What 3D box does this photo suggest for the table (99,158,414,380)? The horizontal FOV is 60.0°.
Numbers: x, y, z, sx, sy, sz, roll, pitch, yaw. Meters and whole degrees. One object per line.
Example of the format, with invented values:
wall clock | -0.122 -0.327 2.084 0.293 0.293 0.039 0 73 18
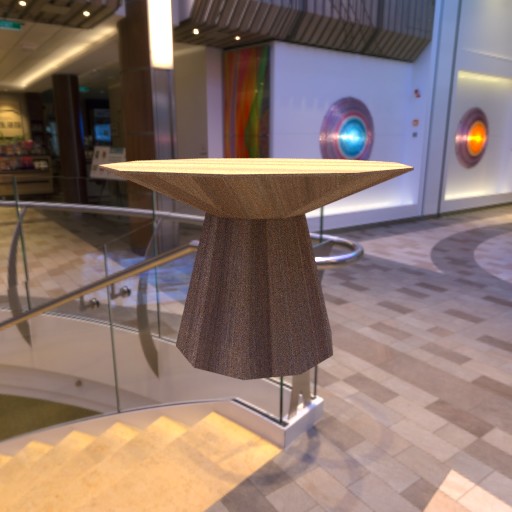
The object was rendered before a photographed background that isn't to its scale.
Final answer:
table | 0.000 0.000 1.843 1.186 0.752 1.186 0 14 0
